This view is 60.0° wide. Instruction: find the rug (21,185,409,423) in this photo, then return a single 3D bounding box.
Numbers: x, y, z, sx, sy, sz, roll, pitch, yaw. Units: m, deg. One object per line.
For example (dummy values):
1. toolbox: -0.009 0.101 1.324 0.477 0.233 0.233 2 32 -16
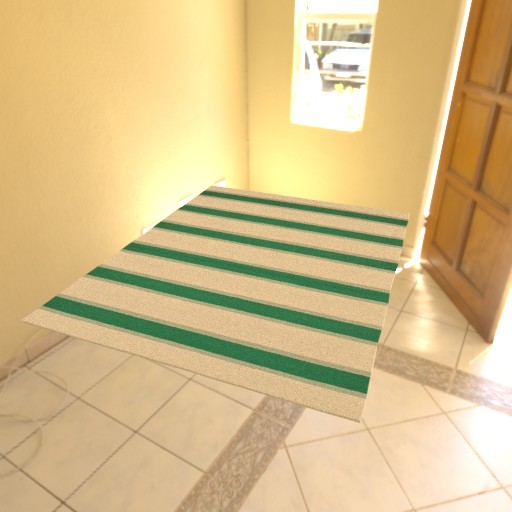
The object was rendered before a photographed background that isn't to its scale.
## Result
1. rug: 0.000 0.000 4.021 2.434 0.019 3.041 11 31 19
